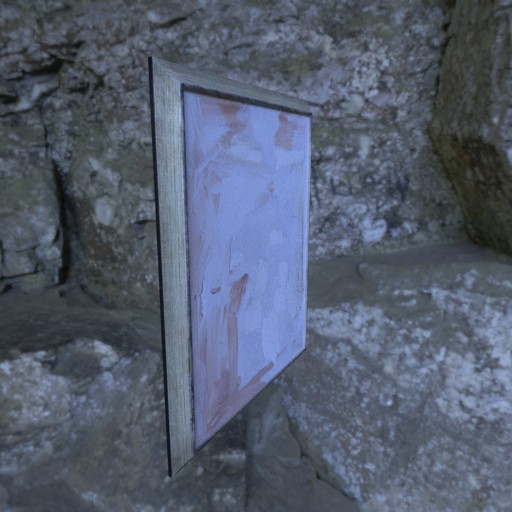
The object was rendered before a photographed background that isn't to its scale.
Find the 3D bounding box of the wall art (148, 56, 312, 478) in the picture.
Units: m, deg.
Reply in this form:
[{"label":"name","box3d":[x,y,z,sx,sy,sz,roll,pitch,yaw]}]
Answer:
[{"label":"wall art","box3d":[0.000,0.000,0.626,0.023,0.457,0.381,7,14,28]}]
